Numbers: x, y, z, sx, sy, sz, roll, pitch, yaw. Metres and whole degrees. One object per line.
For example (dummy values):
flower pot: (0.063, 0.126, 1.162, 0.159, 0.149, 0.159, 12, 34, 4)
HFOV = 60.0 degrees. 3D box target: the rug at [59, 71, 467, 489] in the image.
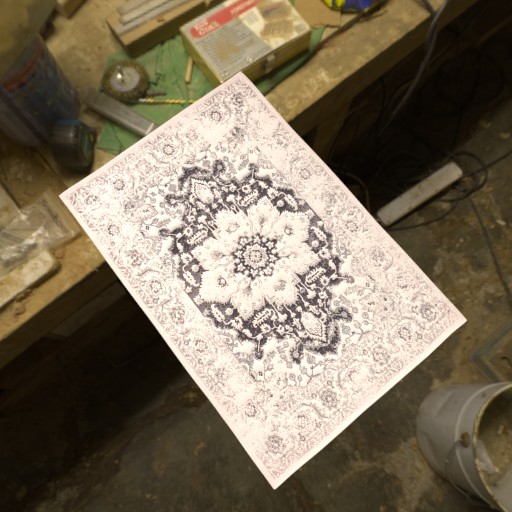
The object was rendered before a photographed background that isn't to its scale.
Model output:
rug: (0.000, 0.000, 2.260, 1.223, 0.008, 1.813, -38, 79, -9)
